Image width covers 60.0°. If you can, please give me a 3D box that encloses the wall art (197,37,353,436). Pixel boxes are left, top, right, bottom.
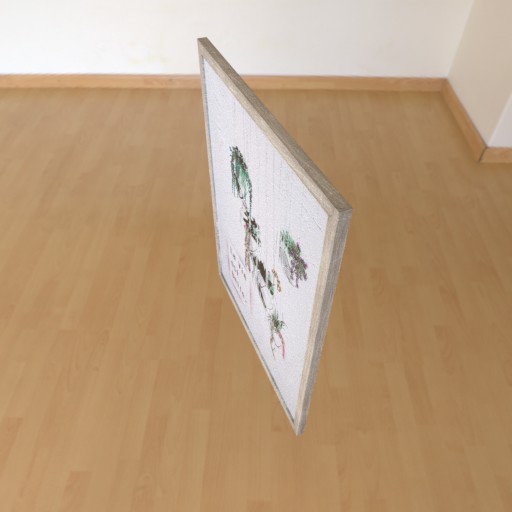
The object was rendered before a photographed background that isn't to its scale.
[{"bbox_3d":[0.000,0.000,1.375,0.035,1.022,0.781,-18,50,-15],"label":"wall art"}]
